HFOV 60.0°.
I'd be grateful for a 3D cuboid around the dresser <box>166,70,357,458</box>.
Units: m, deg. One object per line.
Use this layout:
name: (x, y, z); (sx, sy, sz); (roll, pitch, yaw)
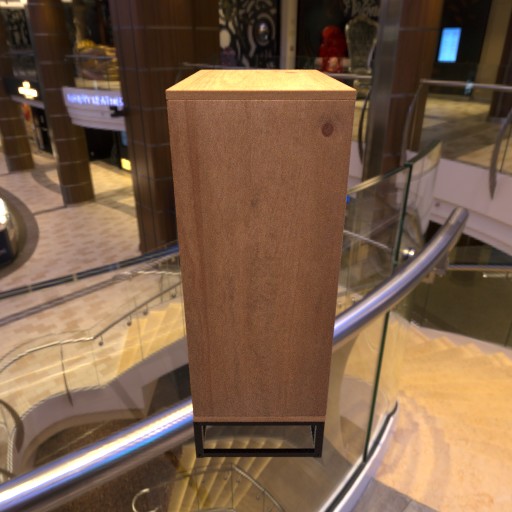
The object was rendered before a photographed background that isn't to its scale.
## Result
dresser: (0.000, 0.000, 1.655); (0.479, 1.240, 0.761); (0, 26, 0)
